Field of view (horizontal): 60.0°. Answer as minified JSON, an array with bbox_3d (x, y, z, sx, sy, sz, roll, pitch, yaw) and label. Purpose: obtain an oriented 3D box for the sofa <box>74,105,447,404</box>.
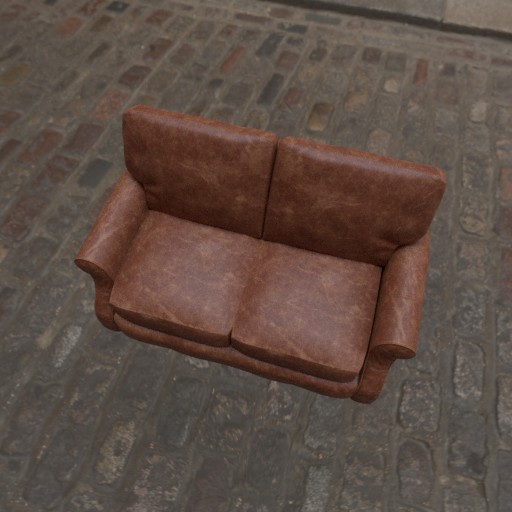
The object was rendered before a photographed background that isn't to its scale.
[{"bbox_3d":[0.000,0.000,2.222,1.616,0.967,0.990,14,61,8],"label":"sofa"}]
